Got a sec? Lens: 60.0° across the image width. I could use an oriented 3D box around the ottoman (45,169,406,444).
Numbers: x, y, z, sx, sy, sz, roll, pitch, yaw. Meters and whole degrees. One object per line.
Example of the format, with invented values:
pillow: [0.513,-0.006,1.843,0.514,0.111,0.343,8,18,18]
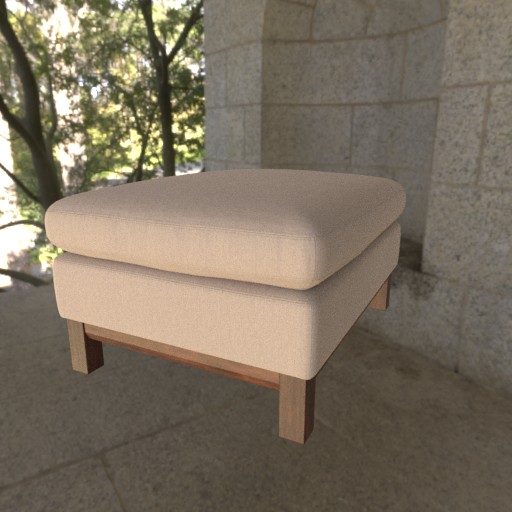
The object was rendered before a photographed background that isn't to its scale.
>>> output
ottoman: [0.000,0.000,1.113,0.606,0.420,0.771,8,17,26]
